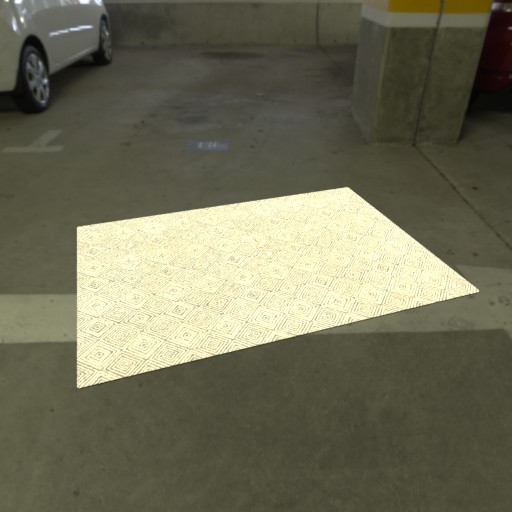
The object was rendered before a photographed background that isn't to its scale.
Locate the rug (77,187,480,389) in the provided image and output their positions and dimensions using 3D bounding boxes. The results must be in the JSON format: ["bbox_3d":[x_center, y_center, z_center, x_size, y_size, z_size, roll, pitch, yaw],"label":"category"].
[{"bbox_3d":[0.000,0.000,2.931,2.238,0.008,1.593,-10,34,-16],"label":"rug"}]
